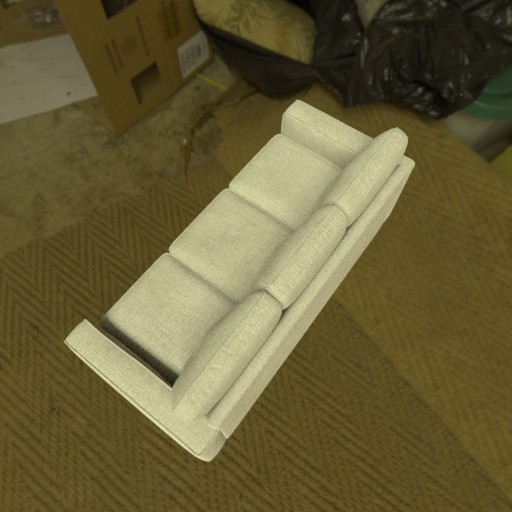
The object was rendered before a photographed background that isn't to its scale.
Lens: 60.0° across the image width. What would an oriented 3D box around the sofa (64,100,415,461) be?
[{"bbox_3d":[0.000,0.000,2.670,0.939,0.965,2.133,34,68,16],"label":"sofa"}]
